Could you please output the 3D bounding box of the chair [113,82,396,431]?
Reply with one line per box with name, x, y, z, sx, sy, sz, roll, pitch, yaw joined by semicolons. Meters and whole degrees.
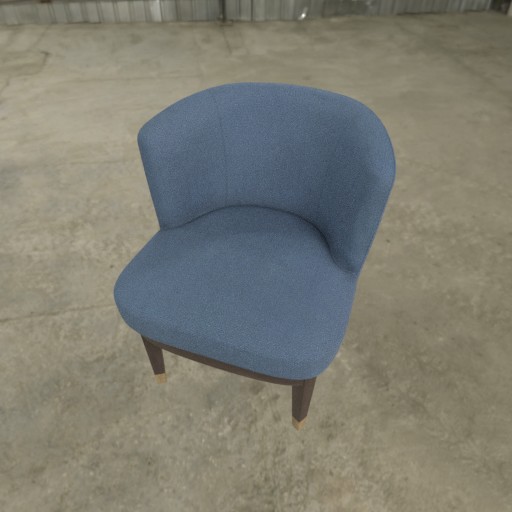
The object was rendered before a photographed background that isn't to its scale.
chair;0.000;0.000;1.290;0.661;0.760;0.702;13;43;15
